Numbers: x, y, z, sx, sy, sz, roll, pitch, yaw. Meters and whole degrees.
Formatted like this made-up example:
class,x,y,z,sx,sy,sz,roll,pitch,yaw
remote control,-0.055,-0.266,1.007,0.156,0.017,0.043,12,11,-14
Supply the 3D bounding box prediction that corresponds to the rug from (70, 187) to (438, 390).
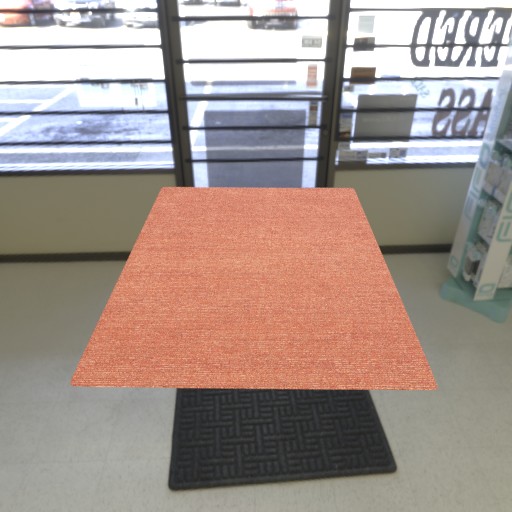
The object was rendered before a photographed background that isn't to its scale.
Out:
class,x,y,z,sx,sy,sz,roll,pitch,yaw
rug,0.000,0.000,2.789,1.594,0.009,2.112,0,33,1
